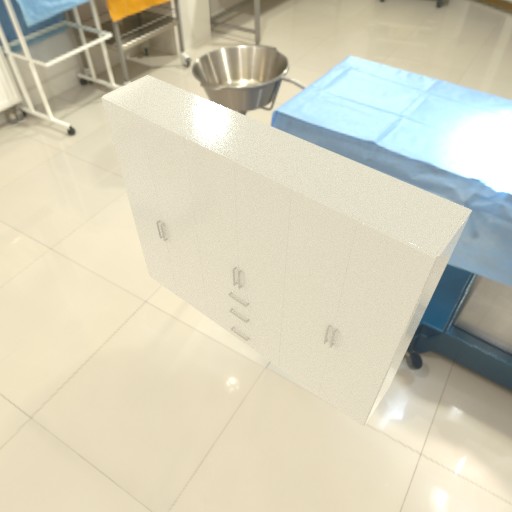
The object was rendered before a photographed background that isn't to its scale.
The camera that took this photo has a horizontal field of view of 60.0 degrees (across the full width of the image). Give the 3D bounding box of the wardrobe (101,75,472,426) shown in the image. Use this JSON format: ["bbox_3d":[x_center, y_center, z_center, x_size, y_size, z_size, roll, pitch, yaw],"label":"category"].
[{"bbox_3d":[0.000,0.000,4.116,3.000,2.360,0.580,30,54,25],"label":"wardrobe"}]
